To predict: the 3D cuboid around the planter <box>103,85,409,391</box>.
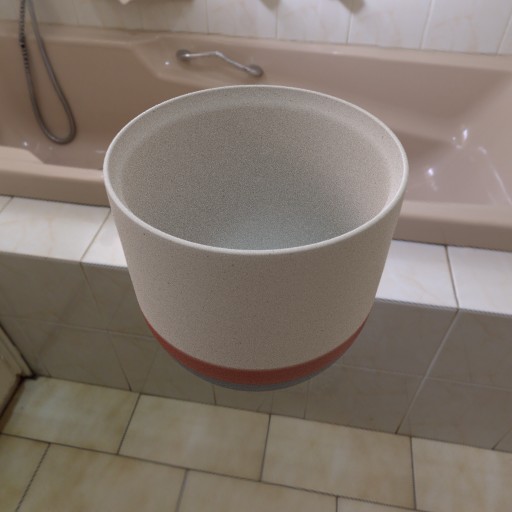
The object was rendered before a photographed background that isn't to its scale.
[{"bbox_3d":[0.000,0.000,0.490,0.268,0.270,0.268,0,45,0],"label":"planter"}]
